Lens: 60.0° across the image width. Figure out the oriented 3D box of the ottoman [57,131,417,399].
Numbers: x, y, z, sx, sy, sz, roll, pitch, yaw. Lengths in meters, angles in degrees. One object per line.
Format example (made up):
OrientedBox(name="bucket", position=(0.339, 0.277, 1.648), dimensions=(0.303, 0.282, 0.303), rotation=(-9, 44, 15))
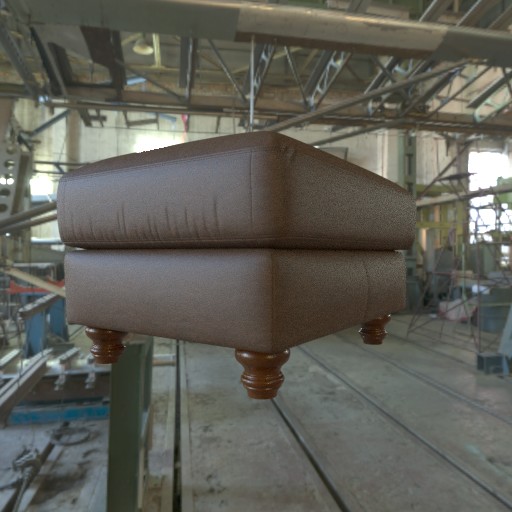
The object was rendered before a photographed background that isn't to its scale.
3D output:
OrientedBox(name="ottoman", position=(0.000, 0.000, 1.166), dimensions=(0.635, 0.508, 0.787), rotation=(0, 0, 35))
